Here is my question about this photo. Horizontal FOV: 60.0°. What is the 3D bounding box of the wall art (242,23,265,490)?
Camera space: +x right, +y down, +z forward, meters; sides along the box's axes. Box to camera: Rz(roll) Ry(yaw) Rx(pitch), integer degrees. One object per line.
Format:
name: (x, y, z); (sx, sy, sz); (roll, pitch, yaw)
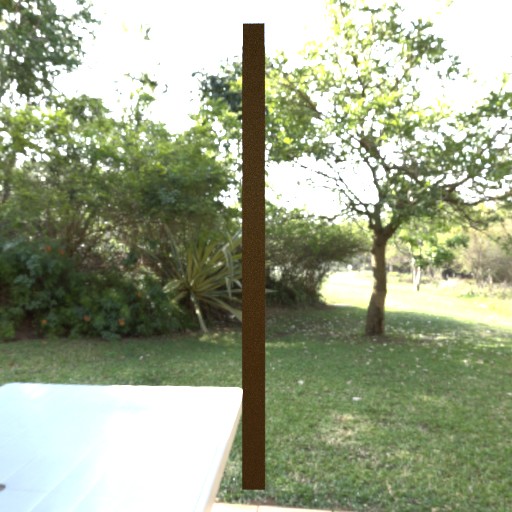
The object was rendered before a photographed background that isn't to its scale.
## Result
wall art: (0.000, 0.000, 1.104); (0.038, 0.762, 0.762); (0, 0, 1)
